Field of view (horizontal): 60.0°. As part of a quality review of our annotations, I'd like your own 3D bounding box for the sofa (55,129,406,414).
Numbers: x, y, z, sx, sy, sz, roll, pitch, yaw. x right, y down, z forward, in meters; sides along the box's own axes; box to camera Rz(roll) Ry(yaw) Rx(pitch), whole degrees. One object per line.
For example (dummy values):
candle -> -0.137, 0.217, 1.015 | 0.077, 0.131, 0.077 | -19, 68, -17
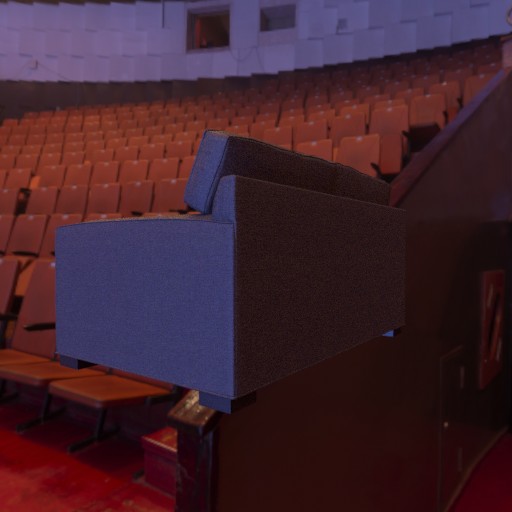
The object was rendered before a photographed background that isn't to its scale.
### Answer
sofa -> 0.000, 0.000, 2.164 | 0.974, 0.887, 1.534 | 1, 1, 36
